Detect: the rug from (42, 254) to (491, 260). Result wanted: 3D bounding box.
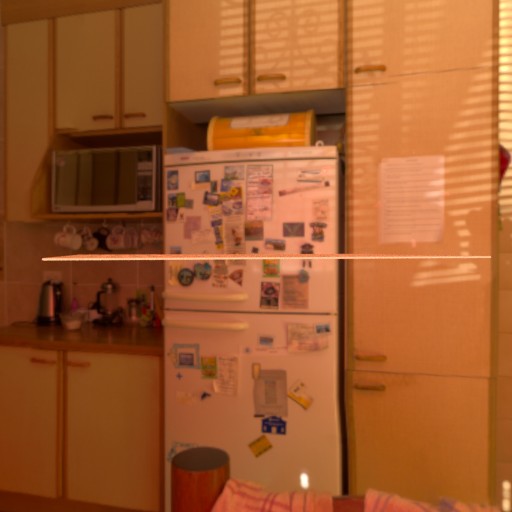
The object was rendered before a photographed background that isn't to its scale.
[{"bbox_3d":[0.000,0.000,2.302,1.828,0.007,1.220,0,1,-16],"label":"rug"}]
